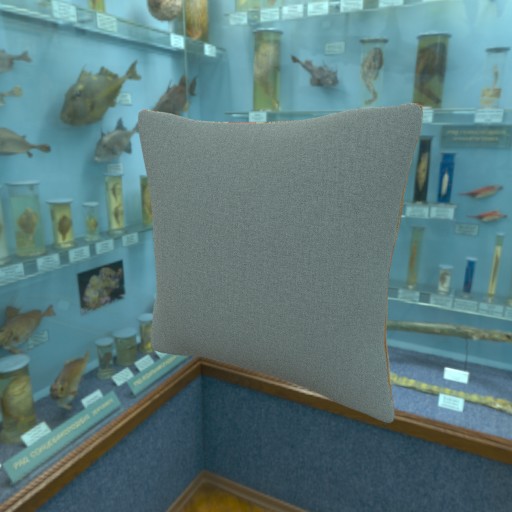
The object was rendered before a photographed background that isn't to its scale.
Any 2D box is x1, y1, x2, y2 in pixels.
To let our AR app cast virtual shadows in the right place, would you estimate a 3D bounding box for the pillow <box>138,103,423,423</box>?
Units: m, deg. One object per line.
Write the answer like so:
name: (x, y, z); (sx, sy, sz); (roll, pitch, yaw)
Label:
pillow: (0.000, 0.000, 0.654); (0.437, 0.419, 0.136); (9, 18, 28)
